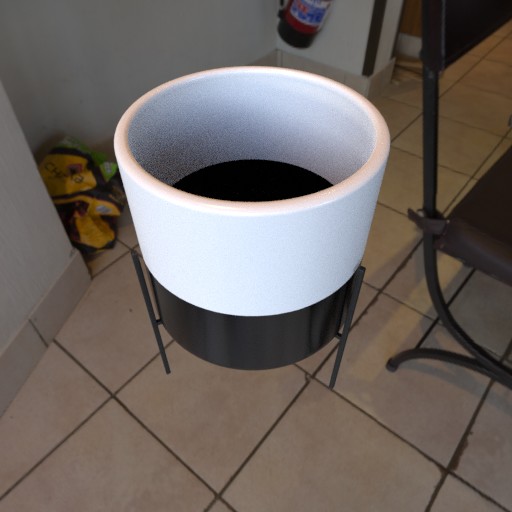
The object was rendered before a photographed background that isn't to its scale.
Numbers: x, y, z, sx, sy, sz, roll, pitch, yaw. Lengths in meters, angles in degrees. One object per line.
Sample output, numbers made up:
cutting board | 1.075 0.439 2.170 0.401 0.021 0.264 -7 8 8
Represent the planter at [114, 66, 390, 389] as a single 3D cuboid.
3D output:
planter | 0.000 0.000 0.645 0.310 0.432 0.310 15 48 14
